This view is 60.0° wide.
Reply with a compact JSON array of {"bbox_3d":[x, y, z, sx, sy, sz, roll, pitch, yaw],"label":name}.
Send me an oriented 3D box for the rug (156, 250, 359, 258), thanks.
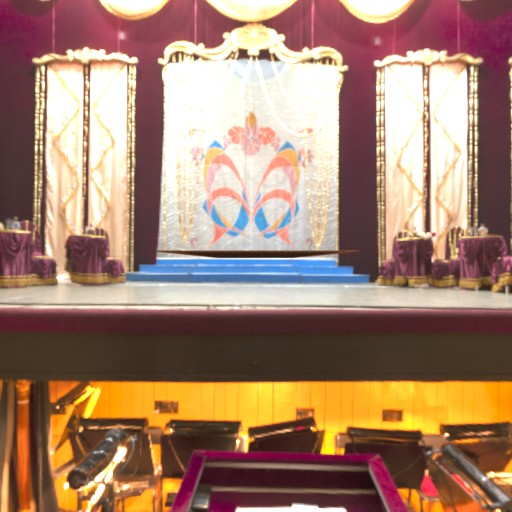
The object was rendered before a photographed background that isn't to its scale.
[{"bbox_3d":[0.000,0.000,2.712,0.688,0.005,2.437,0,-1,0],"label":"rug"}]
